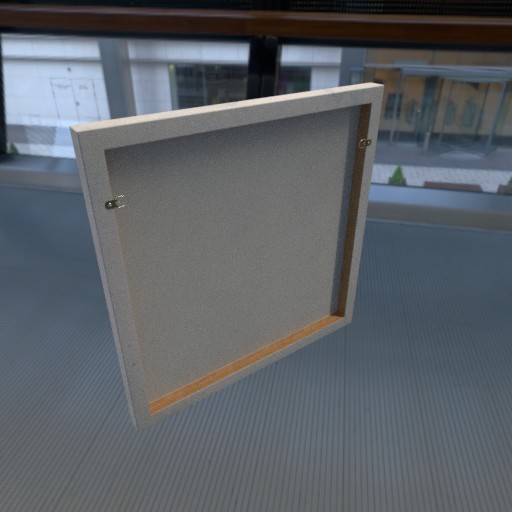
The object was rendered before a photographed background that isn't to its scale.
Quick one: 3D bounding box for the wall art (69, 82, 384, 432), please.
[{"bbox_3d":[0.000,0.000,0.911,0.612,0.612,0.040,-20,36,-30],"label":"wall art"}]
